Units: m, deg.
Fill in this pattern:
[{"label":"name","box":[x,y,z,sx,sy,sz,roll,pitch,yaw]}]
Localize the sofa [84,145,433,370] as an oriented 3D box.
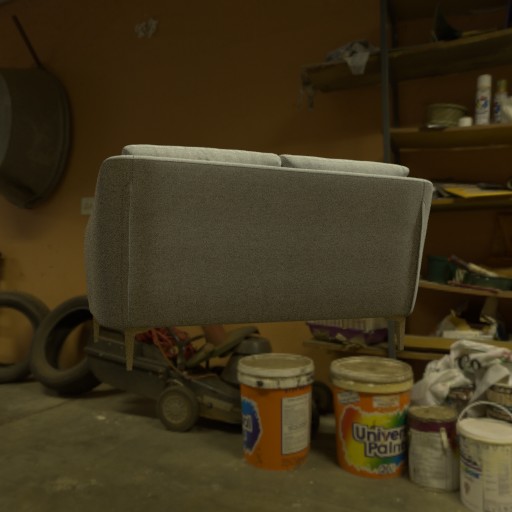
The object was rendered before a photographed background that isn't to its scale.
[{"label":"sofa","box":[0.000,0.000,2.212,1.619,0.904,0.960,1,-2,-19]}]
